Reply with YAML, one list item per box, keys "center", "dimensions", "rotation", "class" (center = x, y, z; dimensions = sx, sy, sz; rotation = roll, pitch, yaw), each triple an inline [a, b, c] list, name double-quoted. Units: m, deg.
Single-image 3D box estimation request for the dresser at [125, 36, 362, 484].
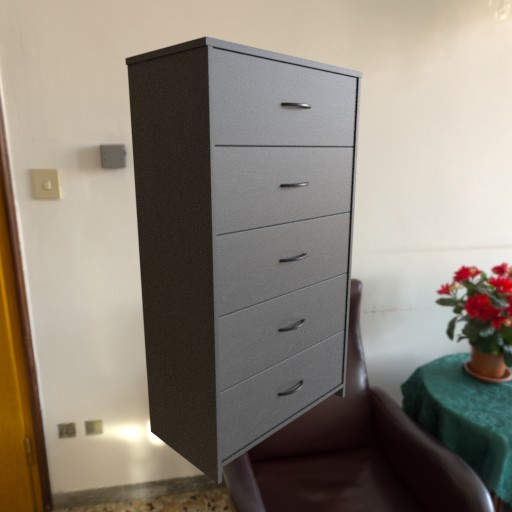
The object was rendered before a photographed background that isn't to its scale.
- center: [0.000, 0.000, 1.565]
  dimensions: [0.399, 1.255, 0.704]
  rotation: [13, 18, 43]
  class: "dresser"
